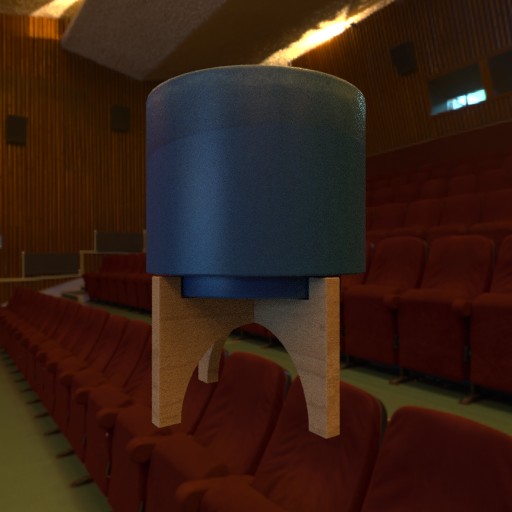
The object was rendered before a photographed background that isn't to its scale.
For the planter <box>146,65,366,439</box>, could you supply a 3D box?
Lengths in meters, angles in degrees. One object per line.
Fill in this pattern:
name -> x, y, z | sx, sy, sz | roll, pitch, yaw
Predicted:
planter -> 0.000, 0.000, 0.400 | 0.192, 0.263, 0.192 | 0, 0, 0
